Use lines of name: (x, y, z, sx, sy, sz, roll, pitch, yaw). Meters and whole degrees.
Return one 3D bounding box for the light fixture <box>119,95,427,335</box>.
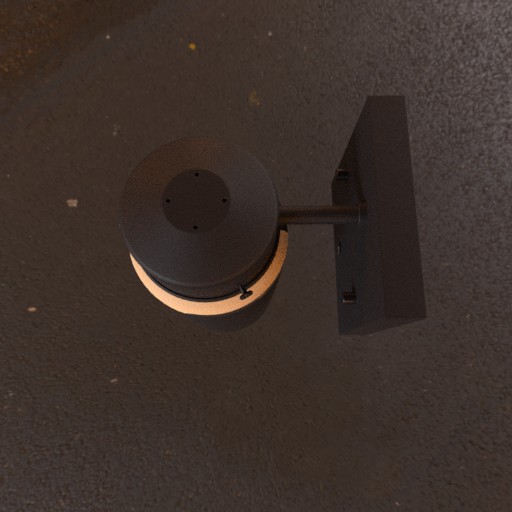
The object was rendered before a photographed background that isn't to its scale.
light fixture: (0.000, 0.000, 0.367, 0.176, 0.257, 0.130, 0, 76, 0)
